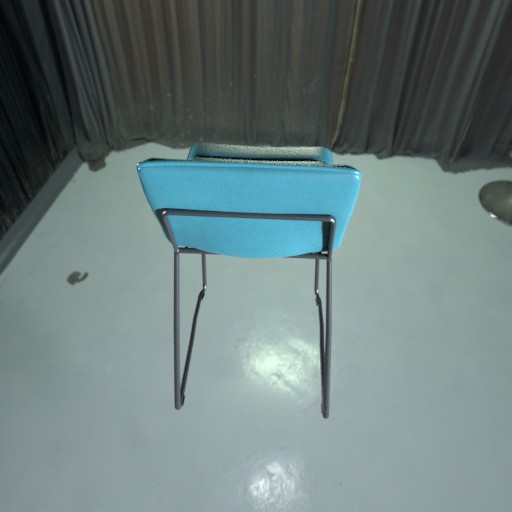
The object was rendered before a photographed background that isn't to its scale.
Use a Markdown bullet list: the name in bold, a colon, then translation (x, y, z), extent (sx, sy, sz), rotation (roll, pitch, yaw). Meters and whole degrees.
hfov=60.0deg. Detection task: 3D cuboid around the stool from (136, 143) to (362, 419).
- **stool**: translation (0.000, 0.000, 1.241), extent (0.489, 0.936, 0.524), rotation (3, 46, 2)
